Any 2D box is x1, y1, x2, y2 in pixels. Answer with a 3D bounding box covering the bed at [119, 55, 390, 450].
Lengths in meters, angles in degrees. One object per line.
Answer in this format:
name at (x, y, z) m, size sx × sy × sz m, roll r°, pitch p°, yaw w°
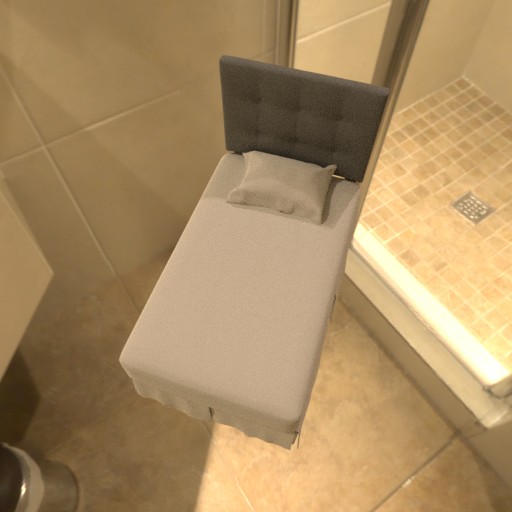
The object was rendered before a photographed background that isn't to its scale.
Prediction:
bed at (0.000, 0.000, 3.036) m, size 1.261 × 1.571 × 1.997 m, roll 16°, pitch 59°, yaw 10°
